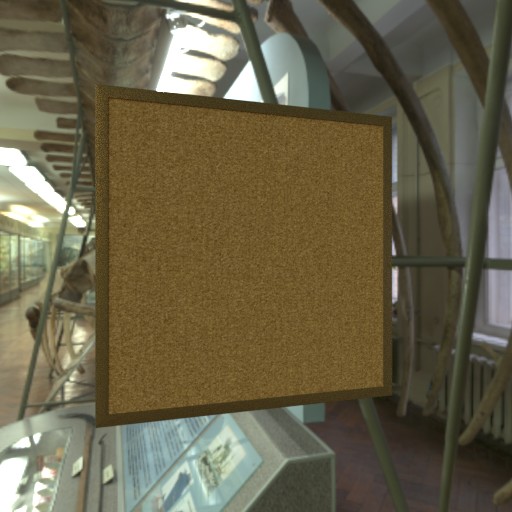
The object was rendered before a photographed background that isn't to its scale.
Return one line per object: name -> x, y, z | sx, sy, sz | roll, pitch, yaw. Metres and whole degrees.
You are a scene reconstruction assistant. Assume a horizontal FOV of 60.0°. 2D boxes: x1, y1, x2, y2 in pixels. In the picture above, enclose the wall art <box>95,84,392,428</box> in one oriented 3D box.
wall art -> 0.000, 0.000, 0.750 | 0.510, 0.509, 0.037 | 0, 0, -18
